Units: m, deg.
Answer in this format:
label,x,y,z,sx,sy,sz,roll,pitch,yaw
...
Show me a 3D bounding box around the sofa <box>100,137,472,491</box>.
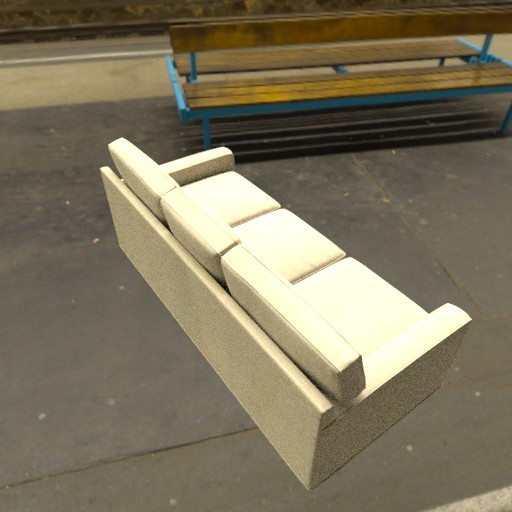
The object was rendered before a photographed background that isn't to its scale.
label,x,y,z,sx,sy,sz,roll,pitch,yaw
sofa,0.000,0.000,2.504,0.936,0.862,2.093,-25,46,-26
